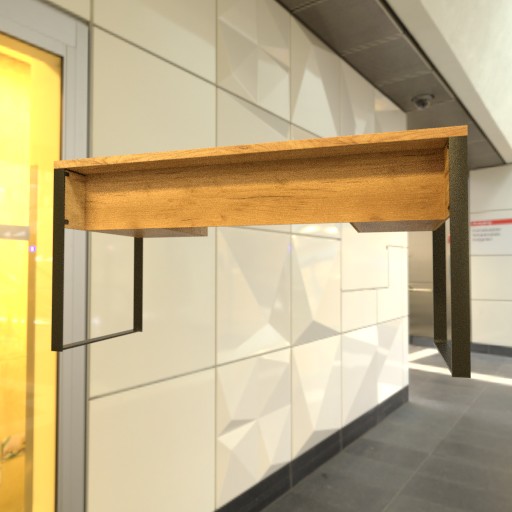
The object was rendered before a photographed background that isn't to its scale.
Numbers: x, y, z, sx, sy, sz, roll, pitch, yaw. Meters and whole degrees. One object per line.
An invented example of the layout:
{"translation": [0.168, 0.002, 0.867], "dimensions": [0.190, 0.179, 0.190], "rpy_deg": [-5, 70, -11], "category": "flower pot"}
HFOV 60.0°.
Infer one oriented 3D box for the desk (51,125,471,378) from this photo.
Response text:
{"translation": [0.000, 0.000, 1.838], "dimensions": [1.520, 0.760, 0.600], "rpy_deg": [-1, -2, 17], "category": "desk"}
